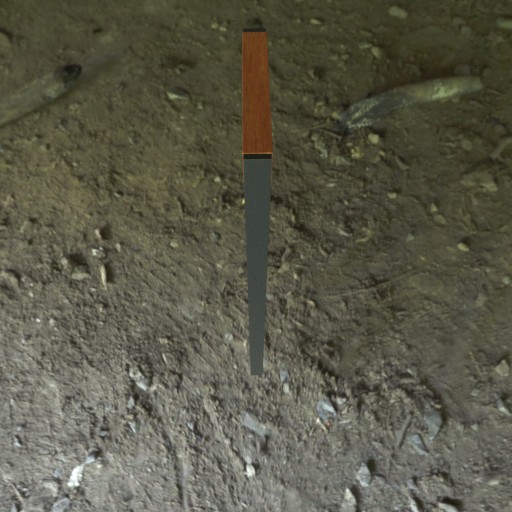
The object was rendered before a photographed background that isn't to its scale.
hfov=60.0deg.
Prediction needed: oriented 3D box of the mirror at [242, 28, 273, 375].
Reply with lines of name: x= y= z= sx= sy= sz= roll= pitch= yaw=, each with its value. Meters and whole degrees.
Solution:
mirror: x=0.000 y=0.000 z=1.243 sx=0.047 sy=1.123 sz=0.343 roll=-1 pitch=58 yaw=-1
